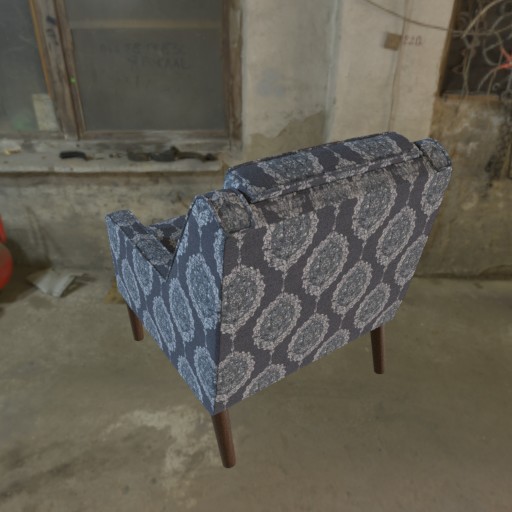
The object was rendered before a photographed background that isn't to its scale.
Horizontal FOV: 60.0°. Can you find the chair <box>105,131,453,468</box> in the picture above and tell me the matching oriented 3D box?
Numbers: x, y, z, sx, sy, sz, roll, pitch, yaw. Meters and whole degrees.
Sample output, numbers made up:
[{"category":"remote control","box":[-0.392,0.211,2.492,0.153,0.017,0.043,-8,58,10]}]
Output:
[{"category":"chair","box":[0.000,0.000,1.319,0.663,0.792,0.743,-19,35,-30]}]
